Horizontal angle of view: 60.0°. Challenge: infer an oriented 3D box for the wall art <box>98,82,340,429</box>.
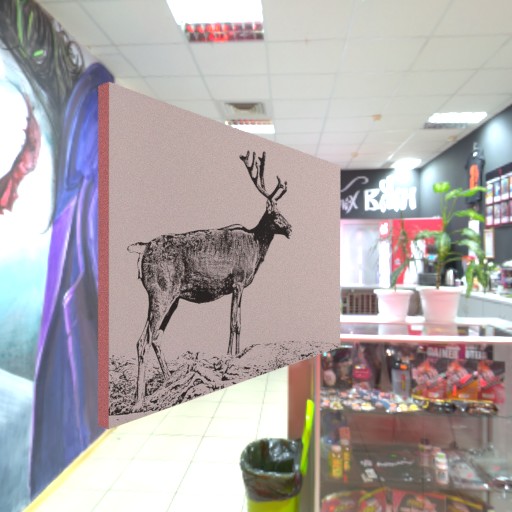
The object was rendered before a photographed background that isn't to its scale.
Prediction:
[{"bbox_3d":[0.000,0.000,1.156,0.033,0.617,0.906,0,0,37],"label":"wall art"}]
